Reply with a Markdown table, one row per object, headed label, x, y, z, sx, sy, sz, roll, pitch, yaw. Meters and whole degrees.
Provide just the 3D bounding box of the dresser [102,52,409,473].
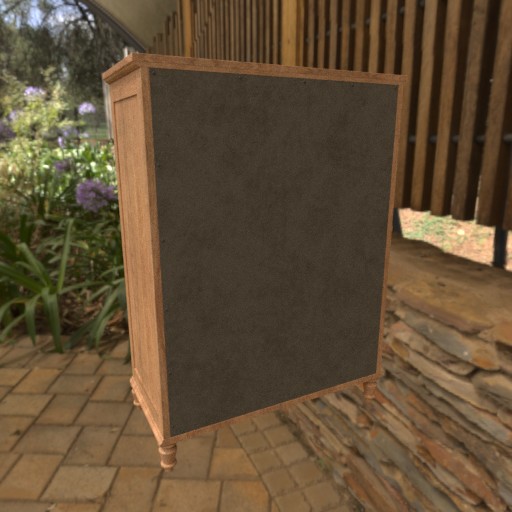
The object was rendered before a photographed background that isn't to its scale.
| label | x | y | z | sx | sy | sz | roll | pitch | yaw |
| --- | --- | --- | --- | --- | --- | --- | --- | --- | --- |
| dresser | 0.000 | 0.000 | 1.734 | 0.973 | 1.318 | 0.484 | -8 | 17 | -27 |
